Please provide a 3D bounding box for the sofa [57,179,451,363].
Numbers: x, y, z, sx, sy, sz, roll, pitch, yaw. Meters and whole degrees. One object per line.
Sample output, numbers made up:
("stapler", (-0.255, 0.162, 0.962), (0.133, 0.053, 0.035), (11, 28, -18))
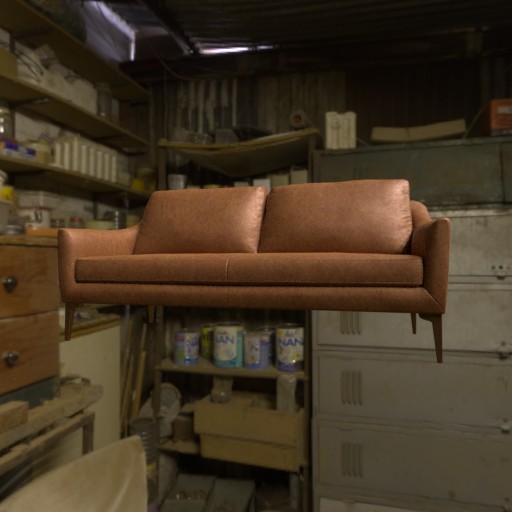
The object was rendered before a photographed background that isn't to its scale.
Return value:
("sofa", (0.000, 0.000, 2.616), (2.036, 0.945, 0.981), (0, -1, 17))
